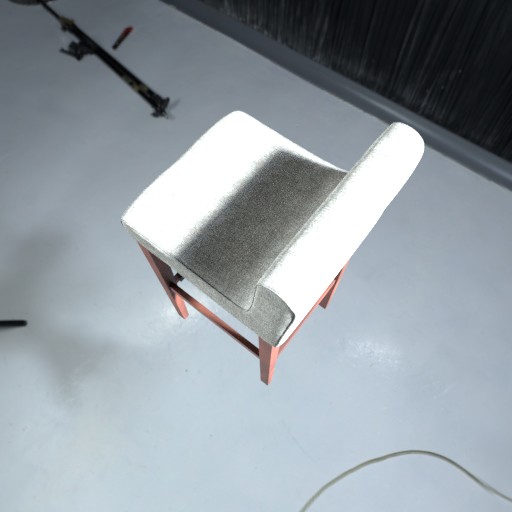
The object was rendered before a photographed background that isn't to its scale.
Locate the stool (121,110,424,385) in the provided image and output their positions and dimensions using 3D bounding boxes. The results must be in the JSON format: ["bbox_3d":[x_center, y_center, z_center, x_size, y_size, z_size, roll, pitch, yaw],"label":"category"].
[{"bbox_3d":[0.000,0.000,1.235,0.499,0.965,0.426,35,69,15],"label":"stool"}]
